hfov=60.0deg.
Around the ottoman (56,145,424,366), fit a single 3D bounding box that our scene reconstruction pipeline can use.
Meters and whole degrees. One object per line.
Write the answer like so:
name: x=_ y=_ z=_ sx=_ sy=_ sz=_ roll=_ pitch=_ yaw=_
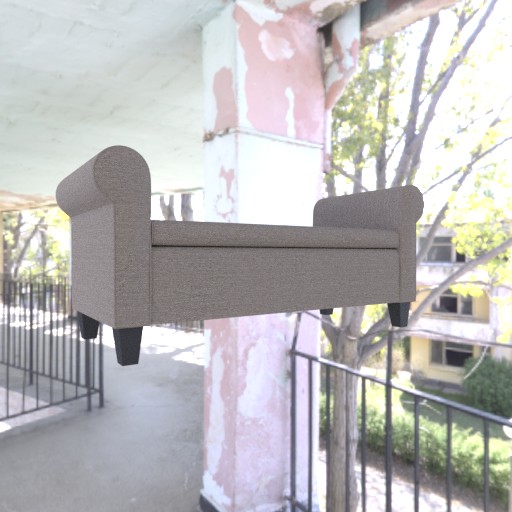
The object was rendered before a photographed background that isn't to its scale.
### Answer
ottoman: x=0.000 y=0.000 z=1.601 sx=1.256 sy=0.547 sz=0.521 roll=0 pitch=0 yaw=-34
